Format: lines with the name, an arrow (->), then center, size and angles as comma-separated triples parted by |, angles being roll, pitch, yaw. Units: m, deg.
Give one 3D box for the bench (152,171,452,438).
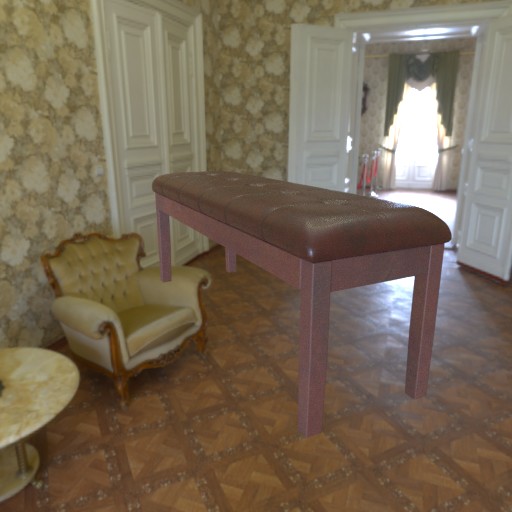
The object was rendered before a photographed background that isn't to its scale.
bench -> 0.000, 0.000, 1.523 | 0.401, 0.491, 1.259 | -8, 17, -26
